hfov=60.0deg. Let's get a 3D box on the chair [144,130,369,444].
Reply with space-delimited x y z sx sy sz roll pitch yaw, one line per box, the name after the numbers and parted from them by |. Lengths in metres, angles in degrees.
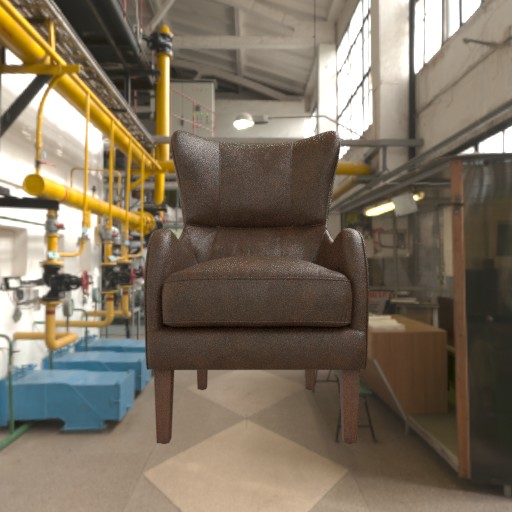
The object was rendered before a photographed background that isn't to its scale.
0.000 0.000 1.608 0.692 1.048 0.914 0 -1 0 | chair
